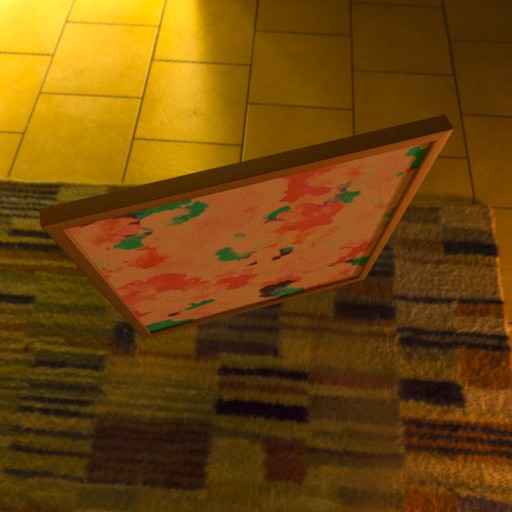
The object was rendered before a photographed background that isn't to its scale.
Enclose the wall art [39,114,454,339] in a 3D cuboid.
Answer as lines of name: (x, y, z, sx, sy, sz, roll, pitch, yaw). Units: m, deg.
wall art: (0.000, 0.000, 1.147, 0.767, 0.765, 0.036, -15, 66, -7)
